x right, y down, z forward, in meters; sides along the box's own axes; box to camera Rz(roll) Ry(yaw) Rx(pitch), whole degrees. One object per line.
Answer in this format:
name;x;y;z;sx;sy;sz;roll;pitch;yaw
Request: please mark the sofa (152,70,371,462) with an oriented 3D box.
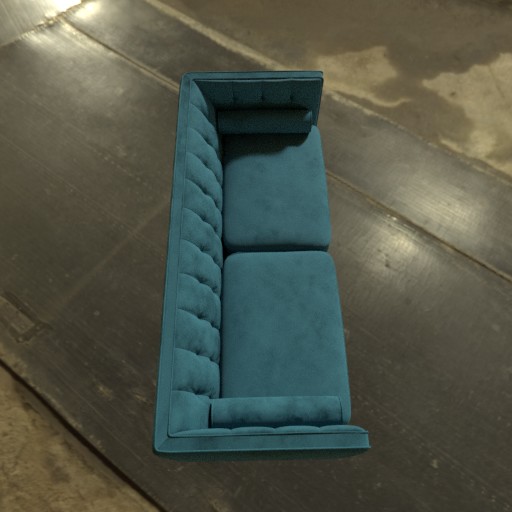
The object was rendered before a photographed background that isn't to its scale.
sofa;0.000;0.000;2.486;0.867;0.789;2.087;-1;63;-1
